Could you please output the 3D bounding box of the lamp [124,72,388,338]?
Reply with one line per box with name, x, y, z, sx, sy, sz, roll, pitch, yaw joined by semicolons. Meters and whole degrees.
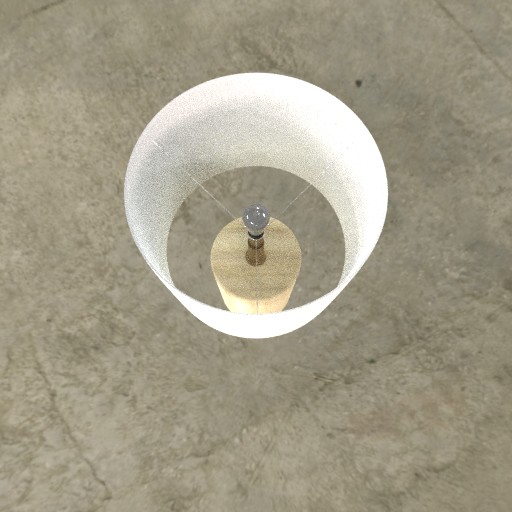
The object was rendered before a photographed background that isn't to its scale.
lamp;0.000;0.000;0.593;0.228;0.444;0.228;-1;74;0
